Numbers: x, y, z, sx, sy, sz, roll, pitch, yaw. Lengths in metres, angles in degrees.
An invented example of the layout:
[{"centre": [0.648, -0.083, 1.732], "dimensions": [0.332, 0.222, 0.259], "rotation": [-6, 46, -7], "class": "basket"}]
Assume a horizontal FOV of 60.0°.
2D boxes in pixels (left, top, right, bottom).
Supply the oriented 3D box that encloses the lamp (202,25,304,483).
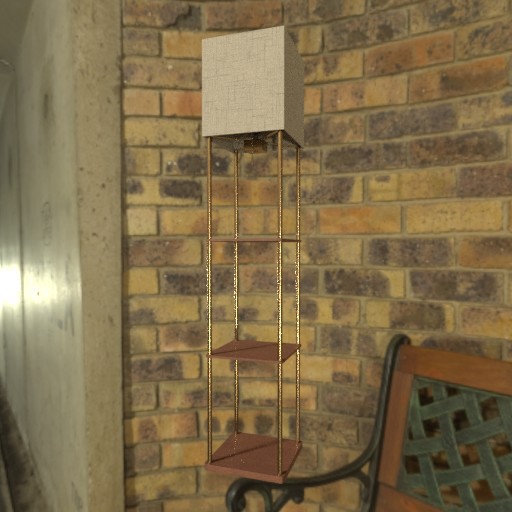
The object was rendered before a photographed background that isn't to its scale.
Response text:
[{"centre": [0.000, 0.000, 1.711], "dimensions": [0.308, 1.569, 0.310], "rotation": [0, 1, 19], "class": "lamp"}]
